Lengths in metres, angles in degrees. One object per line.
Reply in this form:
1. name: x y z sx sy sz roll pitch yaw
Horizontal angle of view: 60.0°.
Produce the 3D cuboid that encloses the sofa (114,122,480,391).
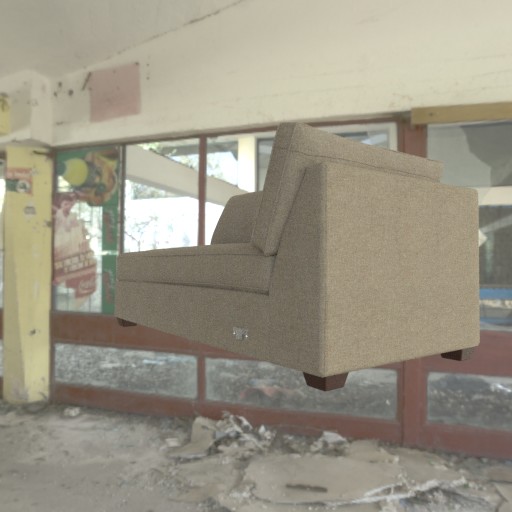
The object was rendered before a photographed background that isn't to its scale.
1. sofa: 0.000 0.000 2.743 1.110 1.019 2.238 1 -1 -36
